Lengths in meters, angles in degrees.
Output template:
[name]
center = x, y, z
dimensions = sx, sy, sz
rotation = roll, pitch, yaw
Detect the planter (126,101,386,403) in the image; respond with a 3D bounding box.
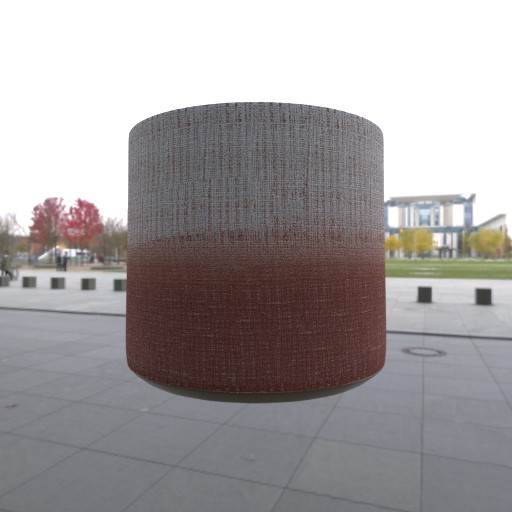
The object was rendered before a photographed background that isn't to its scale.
[planter]
center = 0.000, 0.000, 0.391
dimensions = 0.221, 0.201, 0.221
rotation = 0, 0, 0
